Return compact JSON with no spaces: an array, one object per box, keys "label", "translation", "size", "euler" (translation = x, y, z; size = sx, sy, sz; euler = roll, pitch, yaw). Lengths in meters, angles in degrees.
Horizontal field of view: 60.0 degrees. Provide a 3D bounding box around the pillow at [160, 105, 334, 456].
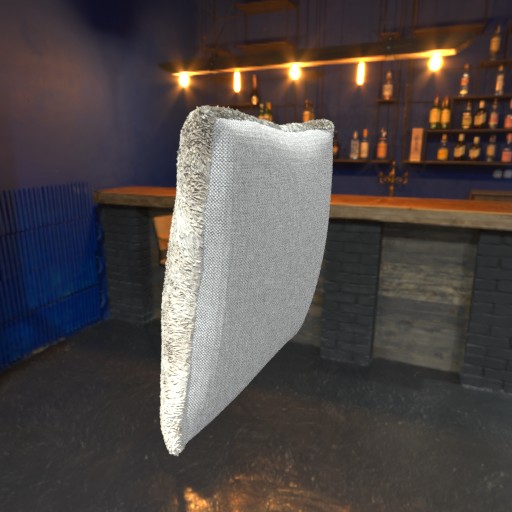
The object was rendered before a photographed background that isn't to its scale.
[{"label":"pillow","translation":[0.000,0.000,0.829],"size":[0.218,0.515,0.529],"euler":[6,15,25]}]
